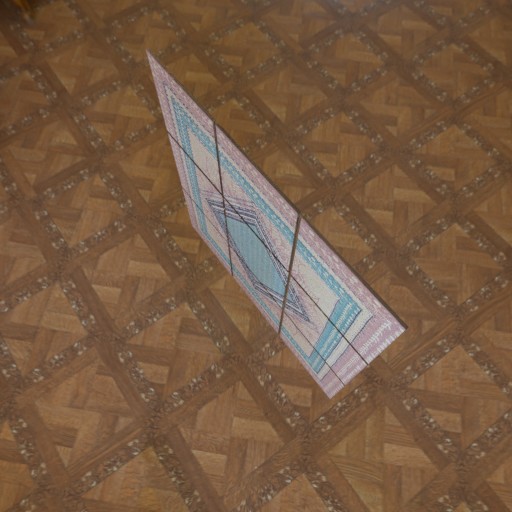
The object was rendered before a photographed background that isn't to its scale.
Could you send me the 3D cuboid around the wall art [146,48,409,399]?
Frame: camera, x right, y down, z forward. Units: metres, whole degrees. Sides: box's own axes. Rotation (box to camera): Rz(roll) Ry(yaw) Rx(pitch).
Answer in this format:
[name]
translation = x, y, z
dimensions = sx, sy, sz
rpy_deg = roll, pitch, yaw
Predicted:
[wall art]
translation = 0.000, 0.000, 2.300
dimensions = 0.014, 1.525, 1.527
rpy_deg = -34, 69, -15
